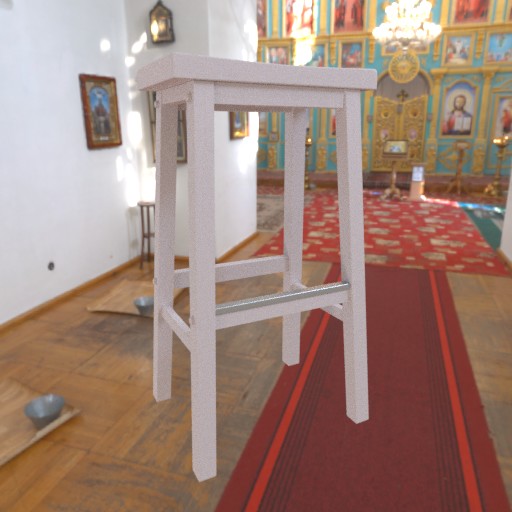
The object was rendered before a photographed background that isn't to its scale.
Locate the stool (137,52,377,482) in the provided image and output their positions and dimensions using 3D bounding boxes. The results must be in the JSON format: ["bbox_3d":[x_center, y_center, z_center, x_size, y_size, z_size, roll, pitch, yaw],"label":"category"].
[{"bbox_3d":[0.000,0.000,0.949,0.406,0.742,0.322,-8,17,-26],"label":"stool"}]
